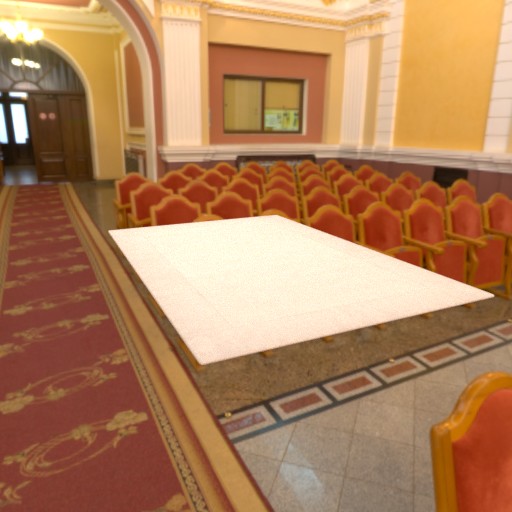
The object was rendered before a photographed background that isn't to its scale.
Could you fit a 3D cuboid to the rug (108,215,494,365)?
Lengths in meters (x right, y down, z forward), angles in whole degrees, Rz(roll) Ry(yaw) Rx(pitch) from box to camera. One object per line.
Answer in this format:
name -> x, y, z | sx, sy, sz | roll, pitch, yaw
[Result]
rug -> 0.000, 0.000, 2.287 | 1.219, 0.013, 1.829 | -8, 18, -24
